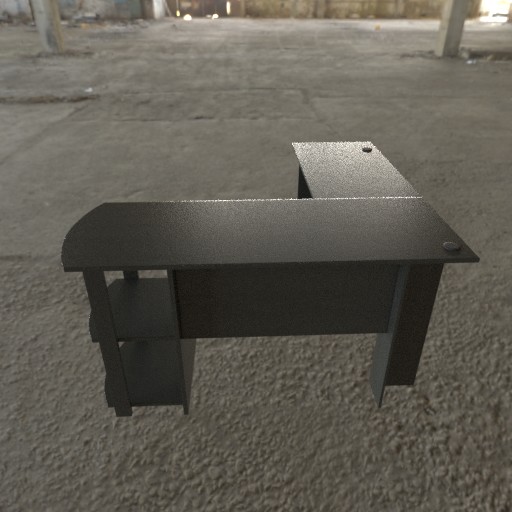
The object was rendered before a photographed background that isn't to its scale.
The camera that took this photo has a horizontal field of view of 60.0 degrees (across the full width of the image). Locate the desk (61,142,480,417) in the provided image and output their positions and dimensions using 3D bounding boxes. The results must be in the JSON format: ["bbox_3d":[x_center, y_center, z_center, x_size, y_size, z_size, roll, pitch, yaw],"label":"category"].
[{"bbox_3d":[0.000,0.000,2.116,1.361,0.716,1.303,-1,30,-2],"label":"desk"}]
